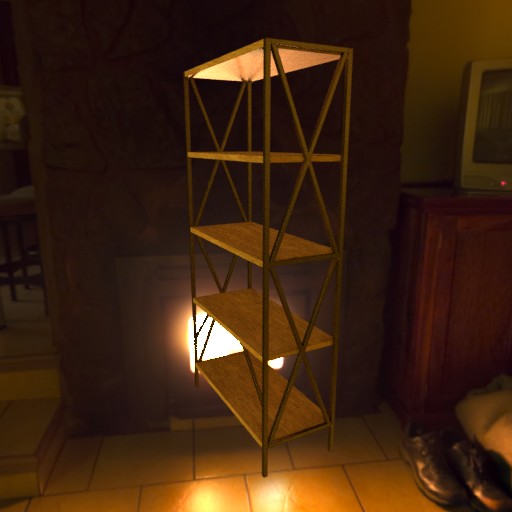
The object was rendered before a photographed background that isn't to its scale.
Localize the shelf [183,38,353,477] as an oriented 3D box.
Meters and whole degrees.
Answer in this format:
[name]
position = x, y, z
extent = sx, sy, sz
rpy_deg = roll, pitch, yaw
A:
[shelf]
position = 0.000, 0.000, 2.220
extent = 0.386, 1.803, 0.874
rpy_deg = -7, 16, -27
